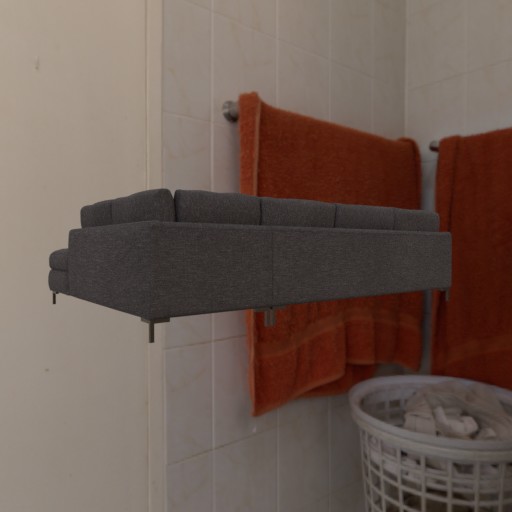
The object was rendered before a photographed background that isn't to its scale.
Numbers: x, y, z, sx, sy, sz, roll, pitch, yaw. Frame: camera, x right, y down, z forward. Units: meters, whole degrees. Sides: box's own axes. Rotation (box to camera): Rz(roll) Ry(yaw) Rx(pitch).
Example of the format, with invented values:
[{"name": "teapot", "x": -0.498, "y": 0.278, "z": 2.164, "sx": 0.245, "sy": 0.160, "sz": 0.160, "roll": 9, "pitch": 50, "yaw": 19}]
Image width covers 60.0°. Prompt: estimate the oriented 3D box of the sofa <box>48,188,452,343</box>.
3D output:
[{"name": "sofa", "x": 0.000, "y": 0.000, "z": 3.870, "sx": 2.949, "sy": 0.815, "sz": 2.007, "roll": -1, "pitch": 1, "yaw": -38}]
